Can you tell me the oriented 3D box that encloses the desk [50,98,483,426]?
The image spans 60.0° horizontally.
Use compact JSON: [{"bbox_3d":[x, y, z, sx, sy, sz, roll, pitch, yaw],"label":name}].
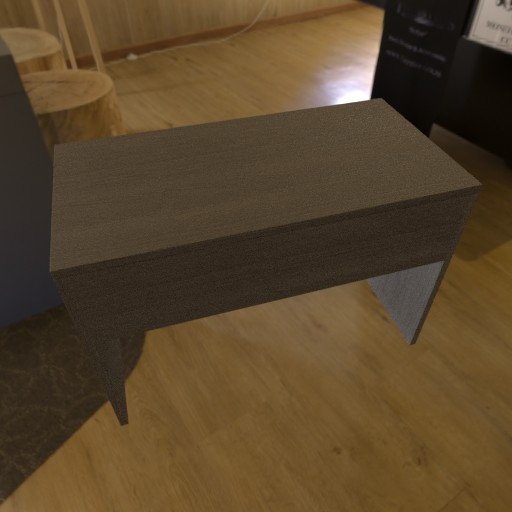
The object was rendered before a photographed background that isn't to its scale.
[{"bbox_3d":[0.000,0.000,1.513,1.099,0.729,0.557,-12,45,-12],"label":"desk"}]
